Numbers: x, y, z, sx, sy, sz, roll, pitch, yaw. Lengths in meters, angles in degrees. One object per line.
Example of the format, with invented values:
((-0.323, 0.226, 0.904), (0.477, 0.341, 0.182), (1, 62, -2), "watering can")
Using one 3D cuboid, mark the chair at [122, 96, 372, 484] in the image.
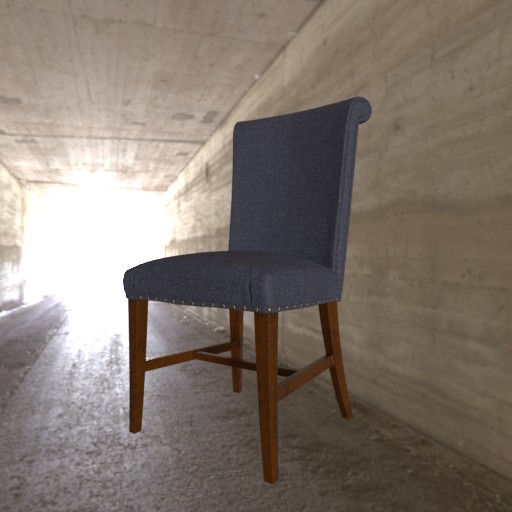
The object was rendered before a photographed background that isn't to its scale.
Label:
((0.000, 0.000, 1.330), (0.513, 0.988, 0.608), (1, 1, 35), "chair")
